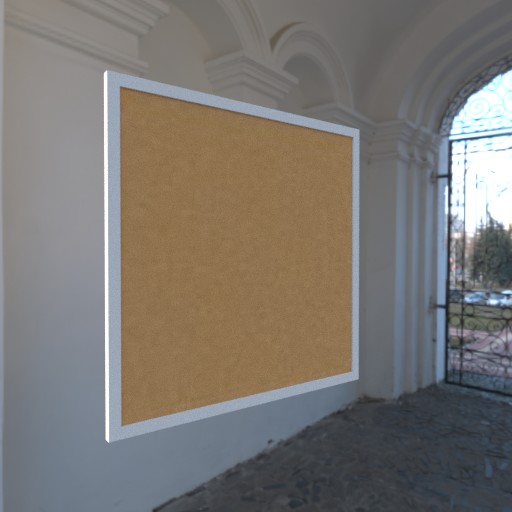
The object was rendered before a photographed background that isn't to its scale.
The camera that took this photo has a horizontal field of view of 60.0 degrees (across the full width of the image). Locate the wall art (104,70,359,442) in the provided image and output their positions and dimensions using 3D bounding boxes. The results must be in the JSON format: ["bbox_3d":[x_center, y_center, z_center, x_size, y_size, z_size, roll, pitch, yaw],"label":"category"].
[{"bbox_3d":[0.000,0.000,0.683,0.457,0.457,0.012,-1,1,-36],"label":"wall art"}]
